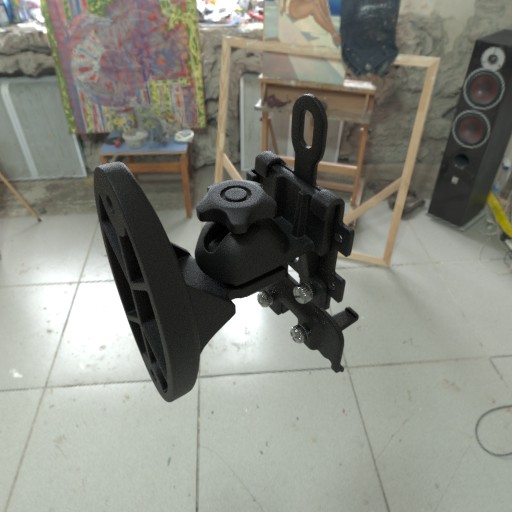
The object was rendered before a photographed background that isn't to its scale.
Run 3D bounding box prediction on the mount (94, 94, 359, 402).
[{"bbox_3d":[0.000,0.000,0.175,0.100,0.118,0.066,-24,46,-25],"label":"mount"}]
